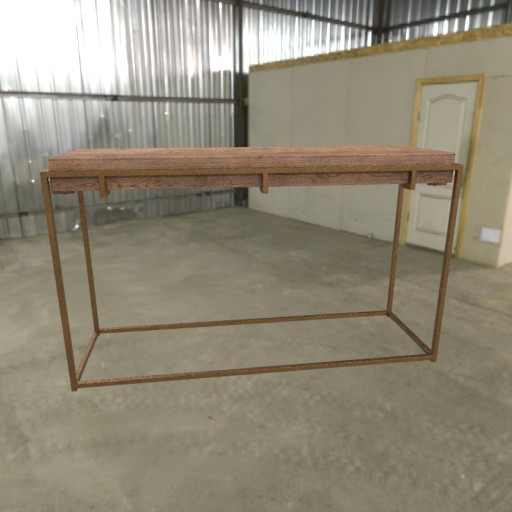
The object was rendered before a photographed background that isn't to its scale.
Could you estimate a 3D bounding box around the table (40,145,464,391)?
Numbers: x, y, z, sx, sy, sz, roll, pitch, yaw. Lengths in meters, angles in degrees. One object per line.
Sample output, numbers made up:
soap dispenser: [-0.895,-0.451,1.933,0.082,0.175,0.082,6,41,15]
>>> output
table: [0.000,0.000,1.769,1.400,0.820,0.440,-2,18,-8]
